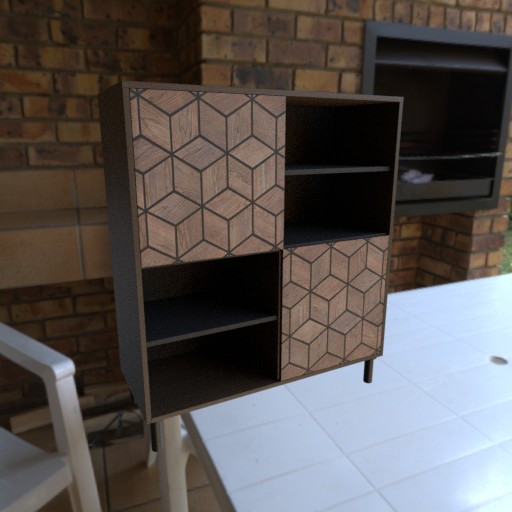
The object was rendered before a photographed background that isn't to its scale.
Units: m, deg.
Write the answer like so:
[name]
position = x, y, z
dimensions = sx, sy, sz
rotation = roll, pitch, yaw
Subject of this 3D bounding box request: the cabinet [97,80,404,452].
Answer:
[cabinet]
position = 0.000, 0.000, 1.712
dimensions = 1.010, 1.170, 0.400
rotation = -8, 17, -27
